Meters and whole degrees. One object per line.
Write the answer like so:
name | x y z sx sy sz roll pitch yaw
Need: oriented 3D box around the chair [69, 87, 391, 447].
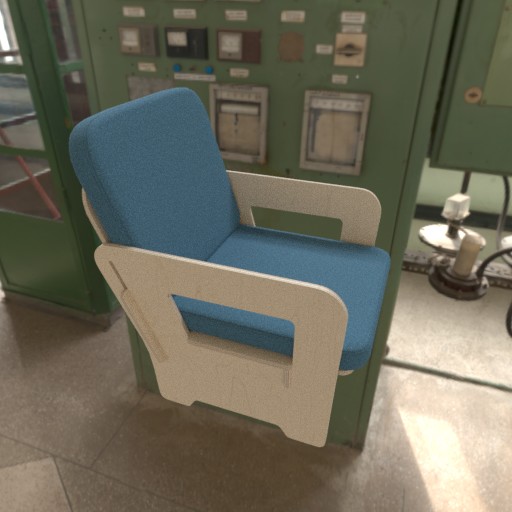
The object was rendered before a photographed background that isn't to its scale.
chair | 0.000 0.000 1.148 0.657 0.747 0.547 11 32 18
